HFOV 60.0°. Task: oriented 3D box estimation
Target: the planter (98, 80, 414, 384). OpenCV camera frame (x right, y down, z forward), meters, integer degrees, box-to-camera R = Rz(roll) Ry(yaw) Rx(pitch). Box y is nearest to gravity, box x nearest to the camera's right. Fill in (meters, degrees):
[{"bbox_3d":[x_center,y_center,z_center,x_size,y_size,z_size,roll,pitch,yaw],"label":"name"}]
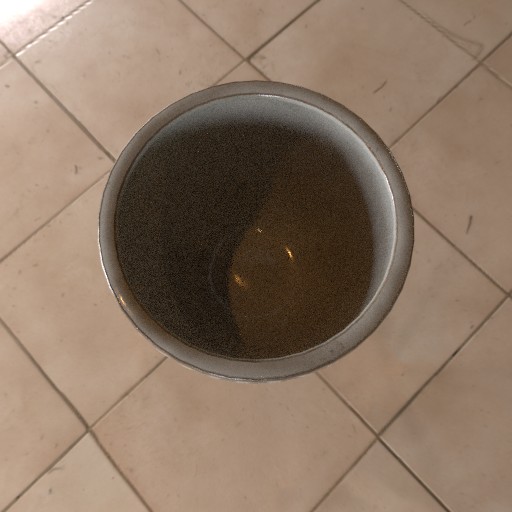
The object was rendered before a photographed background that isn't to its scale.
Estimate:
[{"bbox_3d":[0.000,0.000,0.362,0.197,0.191,0.197,0,75,0],"label":"planter"}]
